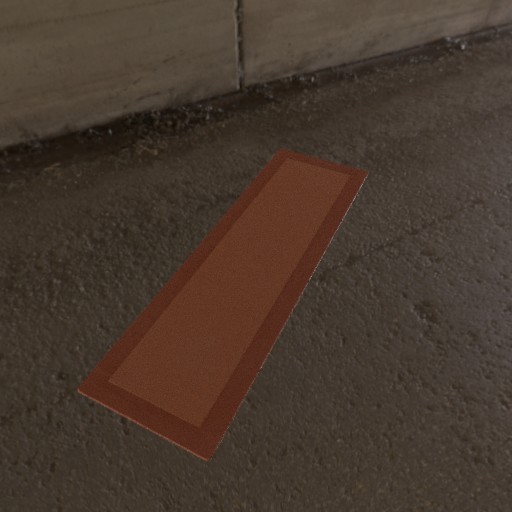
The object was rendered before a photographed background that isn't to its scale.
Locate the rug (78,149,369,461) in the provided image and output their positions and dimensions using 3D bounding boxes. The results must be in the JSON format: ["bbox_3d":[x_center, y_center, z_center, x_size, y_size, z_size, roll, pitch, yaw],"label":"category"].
[{"bbox_3d":[0.000,0.000,2.806,0.914,0.013,2.471,17,48,16],"label":"rug"}]
